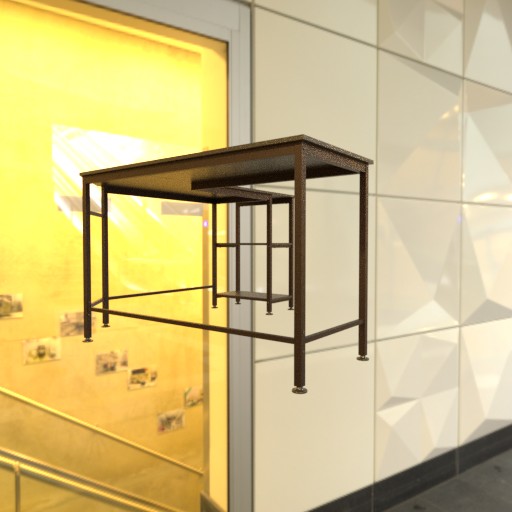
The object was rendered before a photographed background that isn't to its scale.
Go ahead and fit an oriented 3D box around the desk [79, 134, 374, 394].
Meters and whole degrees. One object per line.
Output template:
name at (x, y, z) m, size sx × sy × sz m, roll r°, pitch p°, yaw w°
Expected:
desk at (0.000, 0.000, 2.216) m, size 1.379 × 0.739 × 1.379 m, roll 1°, pitch 2°, yaw 37°
